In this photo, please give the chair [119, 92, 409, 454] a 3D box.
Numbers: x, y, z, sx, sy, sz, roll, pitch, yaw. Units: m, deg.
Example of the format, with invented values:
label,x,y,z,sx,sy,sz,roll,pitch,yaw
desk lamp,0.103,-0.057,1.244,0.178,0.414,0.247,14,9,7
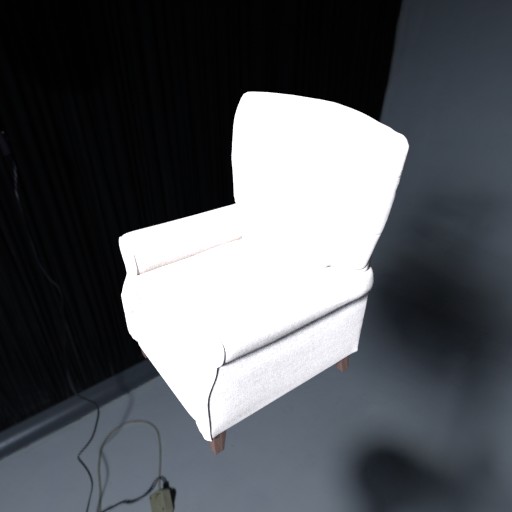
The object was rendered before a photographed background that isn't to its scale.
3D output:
label,x,y,z,sx,sy,sz,roll,pitch,yaw
chair,0.000,0.000,1.935,1.025,1.209,0.942,-21,38,-30
